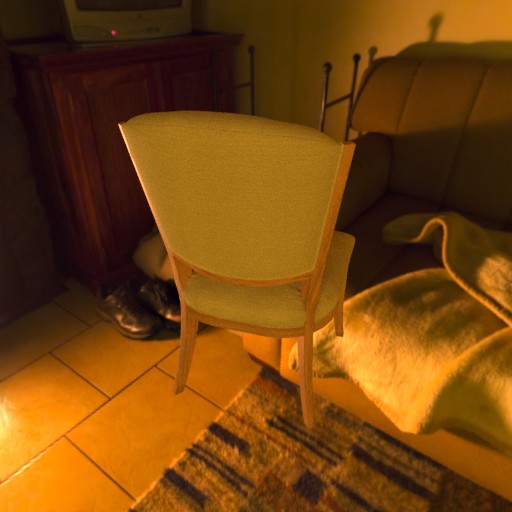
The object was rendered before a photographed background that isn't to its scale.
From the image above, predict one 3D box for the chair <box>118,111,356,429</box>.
[{"bbox_3d":[0.000,0.000,1.251,0.513,0.905,0.584,9,32,15],"label":"chair"}]
